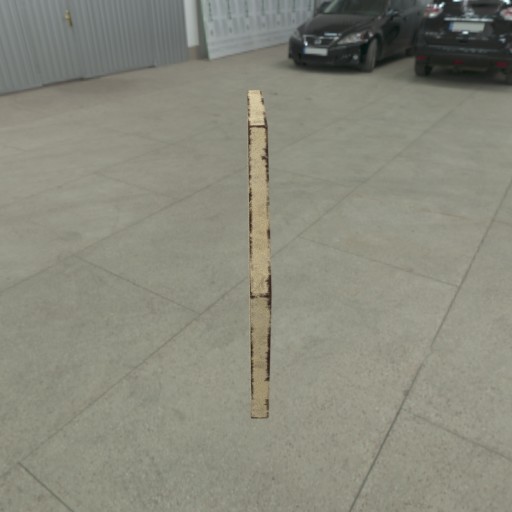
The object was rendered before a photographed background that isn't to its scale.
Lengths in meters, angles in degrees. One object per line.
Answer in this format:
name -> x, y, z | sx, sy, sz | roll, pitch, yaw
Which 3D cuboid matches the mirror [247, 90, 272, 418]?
mirror -> 0.000, 0.000, 0.980 | 0.031, 0.648, 0.648 | -1, 32, -1
